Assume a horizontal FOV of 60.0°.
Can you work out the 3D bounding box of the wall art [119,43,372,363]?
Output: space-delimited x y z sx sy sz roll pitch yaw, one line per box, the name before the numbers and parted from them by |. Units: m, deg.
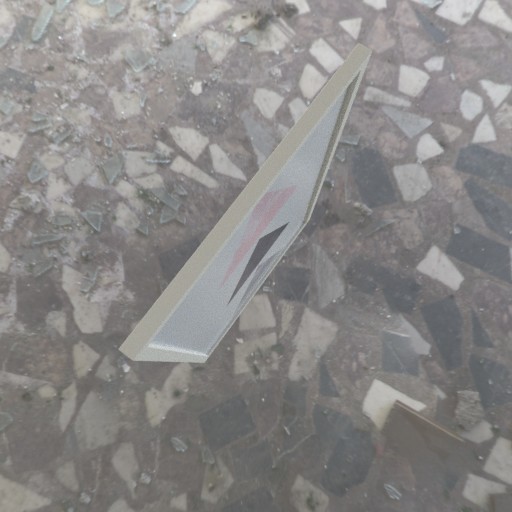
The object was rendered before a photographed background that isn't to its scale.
wall art | 0.000 0.000 0.542 0.013 0.433 0.303 35 79 8
